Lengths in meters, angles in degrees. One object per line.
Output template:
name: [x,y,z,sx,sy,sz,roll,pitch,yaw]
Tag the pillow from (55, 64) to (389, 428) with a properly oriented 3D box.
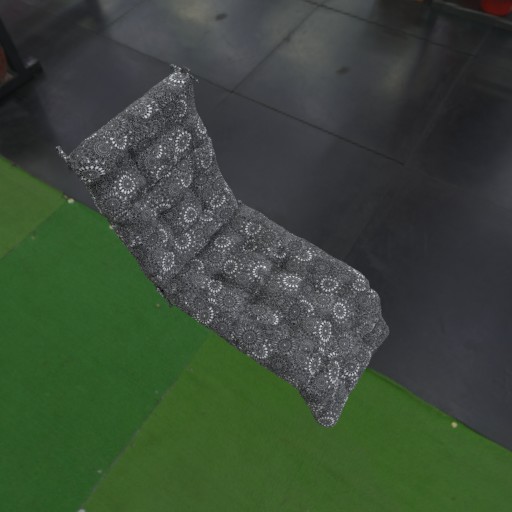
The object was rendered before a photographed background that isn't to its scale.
pillow: [0.000,0.000,1.518,1.016,0.863,0.526,31,63,18]
